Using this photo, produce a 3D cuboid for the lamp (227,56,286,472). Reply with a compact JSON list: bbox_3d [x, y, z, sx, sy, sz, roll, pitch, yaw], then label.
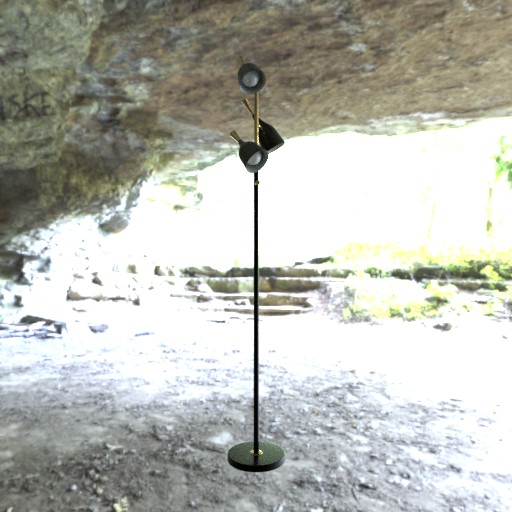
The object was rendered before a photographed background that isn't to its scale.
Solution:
[{"bbox_3d":[0.000,0.000,1.950,0.253,1.778,0.434,0,-1,19],"label":"lamp"}]
